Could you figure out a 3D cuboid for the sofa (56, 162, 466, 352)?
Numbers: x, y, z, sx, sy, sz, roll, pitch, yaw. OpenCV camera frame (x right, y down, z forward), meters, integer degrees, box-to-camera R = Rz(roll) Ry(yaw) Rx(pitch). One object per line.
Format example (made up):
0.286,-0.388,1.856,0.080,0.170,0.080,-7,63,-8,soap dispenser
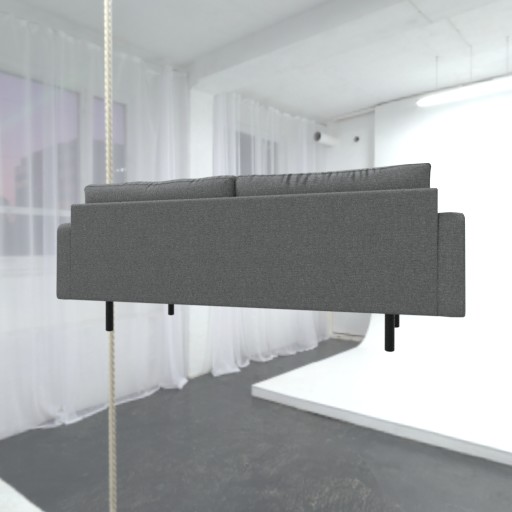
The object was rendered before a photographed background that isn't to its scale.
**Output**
0.000,0.000,2.656,2.200,0.880,0.880,0,1,20,sofa
